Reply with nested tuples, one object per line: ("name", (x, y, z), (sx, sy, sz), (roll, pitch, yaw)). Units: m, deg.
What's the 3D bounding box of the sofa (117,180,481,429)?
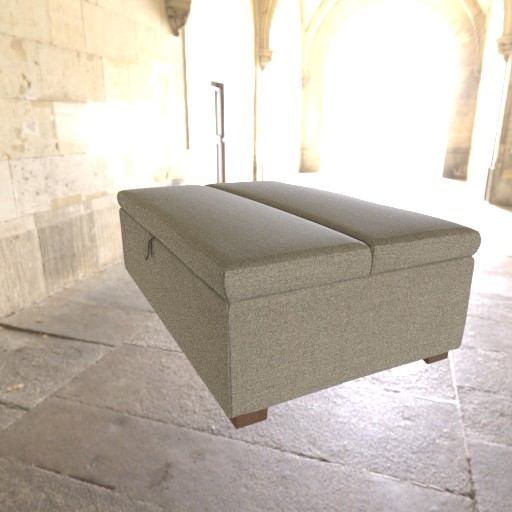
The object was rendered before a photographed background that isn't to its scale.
("sofa", (0.000, 0.000, 1.641), (0.817, 0.434, 1.250), (-8, 19, -25))
